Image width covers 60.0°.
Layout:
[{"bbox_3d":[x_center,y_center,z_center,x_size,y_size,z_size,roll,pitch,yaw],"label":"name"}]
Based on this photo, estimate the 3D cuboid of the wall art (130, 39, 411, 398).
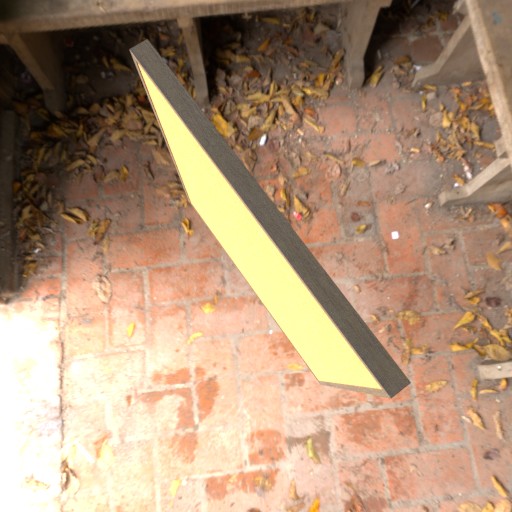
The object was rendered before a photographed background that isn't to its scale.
[{"bbox_3d":[0.000,0.000,1.114,0.039,0.758,0.758,-34,78,-8],"label":"wall art"}]
